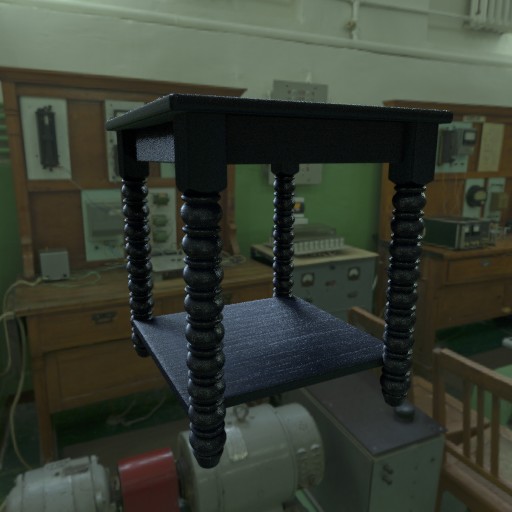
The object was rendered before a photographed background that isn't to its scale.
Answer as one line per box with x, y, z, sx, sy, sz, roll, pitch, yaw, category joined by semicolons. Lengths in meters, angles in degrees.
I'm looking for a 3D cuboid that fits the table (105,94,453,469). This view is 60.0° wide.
0.000;0.000;0.944;0.500;0.567;0.533;-6;14;-26;table
